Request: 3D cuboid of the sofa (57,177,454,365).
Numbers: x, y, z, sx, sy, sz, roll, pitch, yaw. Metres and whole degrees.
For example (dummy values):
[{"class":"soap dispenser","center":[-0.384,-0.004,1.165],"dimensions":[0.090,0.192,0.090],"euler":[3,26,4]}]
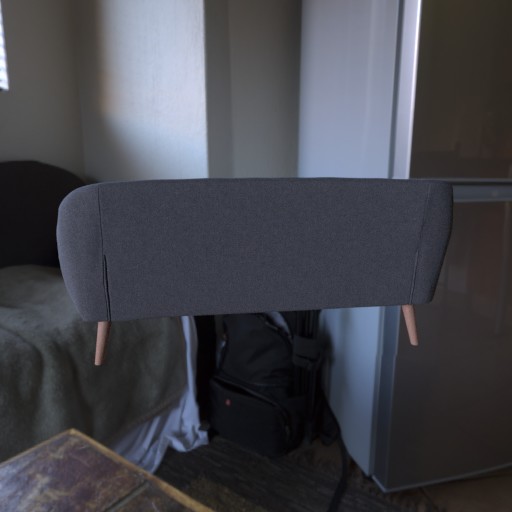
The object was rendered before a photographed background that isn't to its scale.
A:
[{"class":"sofa","center":[0.000,0.000,2.248],"dimensions":[1.840,0.820,0.820],"euler":[-2,13,-8]}]
